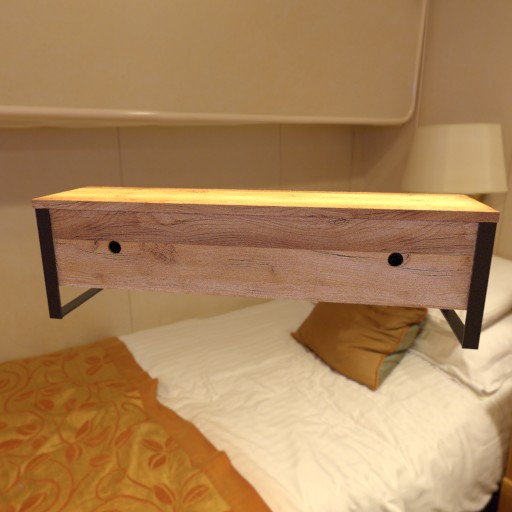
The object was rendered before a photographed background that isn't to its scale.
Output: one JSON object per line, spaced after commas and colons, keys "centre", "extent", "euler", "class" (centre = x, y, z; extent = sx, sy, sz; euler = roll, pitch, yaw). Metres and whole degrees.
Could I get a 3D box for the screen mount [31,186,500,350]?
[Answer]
{"centre": [0.000, 0.000, 1.674], "extent": [1.524, 0.450, 0.395], "euler": [3, 16, 9], "class": "screen mount"}
